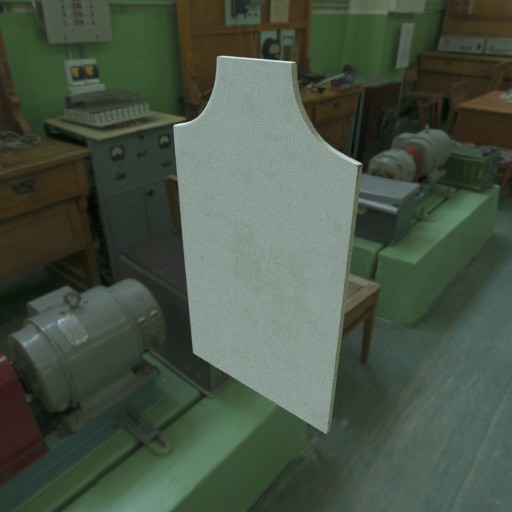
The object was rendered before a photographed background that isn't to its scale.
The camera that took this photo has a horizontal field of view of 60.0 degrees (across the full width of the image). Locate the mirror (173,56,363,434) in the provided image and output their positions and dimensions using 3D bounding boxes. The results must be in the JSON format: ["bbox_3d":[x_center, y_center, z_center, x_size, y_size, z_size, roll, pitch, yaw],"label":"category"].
[{"bbox_3d":[0.000,0.000,0.879,0.403,0.717,0.022,22,36,33],"label":"mirror"}]
